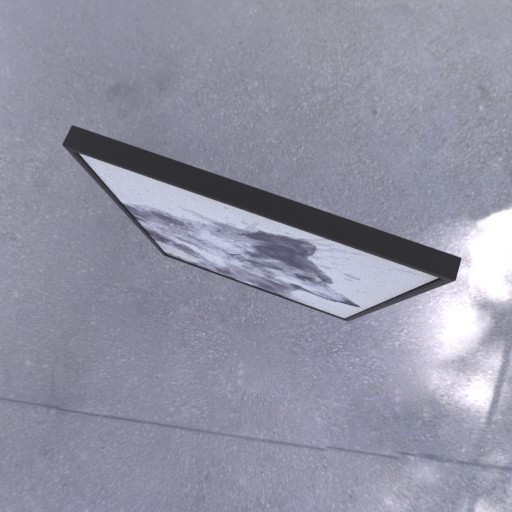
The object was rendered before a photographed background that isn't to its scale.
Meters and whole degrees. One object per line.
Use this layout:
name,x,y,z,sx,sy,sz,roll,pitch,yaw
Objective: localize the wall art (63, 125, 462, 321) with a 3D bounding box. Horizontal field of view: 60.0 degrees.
wall art,0.000,0.000,0.749,0.451,0.551,0.028,19,78,4
